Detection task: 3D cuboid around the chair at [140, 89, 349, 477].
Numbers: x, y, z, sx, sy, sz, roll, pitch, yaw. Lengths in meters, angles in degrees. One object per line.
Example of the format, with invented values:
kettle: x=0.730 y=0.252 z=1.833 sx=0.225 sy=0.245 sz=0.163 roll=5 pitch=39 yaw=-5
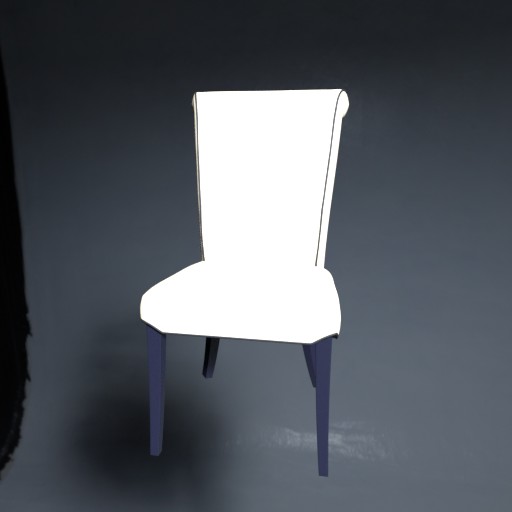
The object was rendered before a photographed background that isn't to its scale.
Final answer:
chair: x=0.000 y=0.000 z=1.349 sx=0.522 sy=0.997 sz=0.623 roll=3 pitch=15 yaw=9
